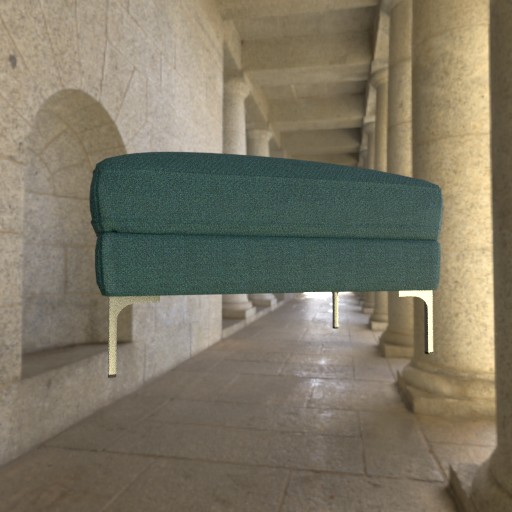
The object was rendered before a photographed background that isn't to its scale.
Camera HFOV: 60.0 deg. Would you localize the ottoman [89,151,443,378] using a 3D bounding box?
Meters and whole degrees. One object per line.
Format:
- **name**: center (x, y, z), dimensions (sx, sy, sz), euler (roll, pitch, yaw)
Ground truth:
- **ottoman**: center (0.000, 0.000, 1.235), dimensions (0.856, 0.498, 0.563), euler (0, -2, -18)
